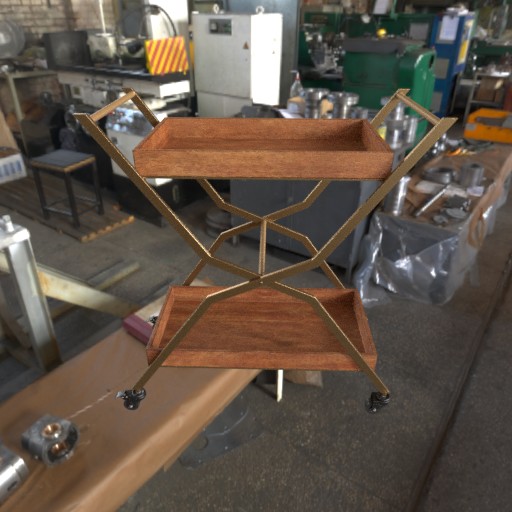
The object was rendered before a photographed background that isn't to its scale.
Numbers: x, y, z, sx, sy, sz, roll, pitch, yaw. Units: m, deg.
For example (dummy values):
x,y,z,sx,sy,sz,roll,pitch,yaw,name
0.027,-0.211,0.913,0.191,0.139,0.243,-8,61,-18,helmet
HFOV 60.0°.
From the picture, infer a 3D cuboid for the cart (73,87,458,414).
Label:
x,y,z,sx,sy,sz,roll,pitch,yaw,name
0.000,0.000,1.289,0.836,0.869,0.405,1,29,2,cart
